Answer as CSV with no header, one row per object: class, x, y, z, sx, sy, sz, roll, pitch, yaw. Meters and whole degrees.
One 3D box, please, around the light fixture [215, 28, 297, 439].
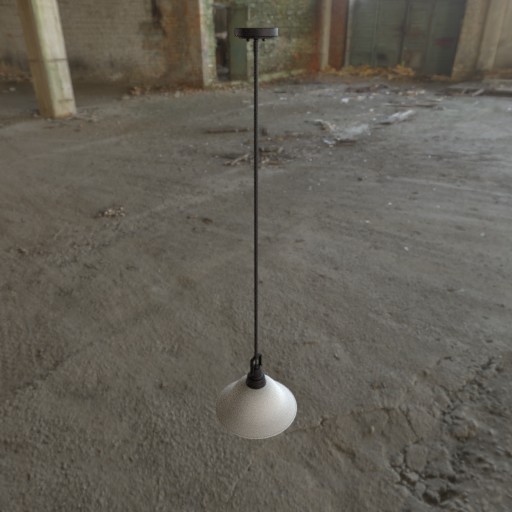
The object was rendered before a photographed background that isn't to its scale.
light fixture,0.000,0.000,1.462,0.324,1.337,0.324,18,32,31
